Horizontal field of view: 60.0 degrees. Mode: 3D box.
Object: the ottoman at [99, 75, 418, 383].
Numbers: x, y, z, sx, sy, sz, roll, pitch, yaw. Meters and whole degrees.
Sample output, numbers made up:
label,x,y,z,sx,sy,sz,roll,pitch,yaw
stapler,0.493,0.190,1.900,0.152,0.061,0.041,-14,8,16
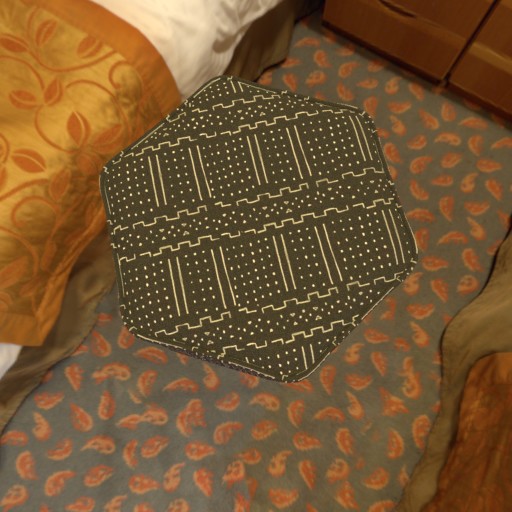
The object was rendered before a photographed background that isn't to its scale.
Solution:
label,x,y,z,sx,sy,sz,roll,pitch,yaw
ottoman,0.000,0.000,0.882,0.443,0.502,0.494,-13,76,-3
